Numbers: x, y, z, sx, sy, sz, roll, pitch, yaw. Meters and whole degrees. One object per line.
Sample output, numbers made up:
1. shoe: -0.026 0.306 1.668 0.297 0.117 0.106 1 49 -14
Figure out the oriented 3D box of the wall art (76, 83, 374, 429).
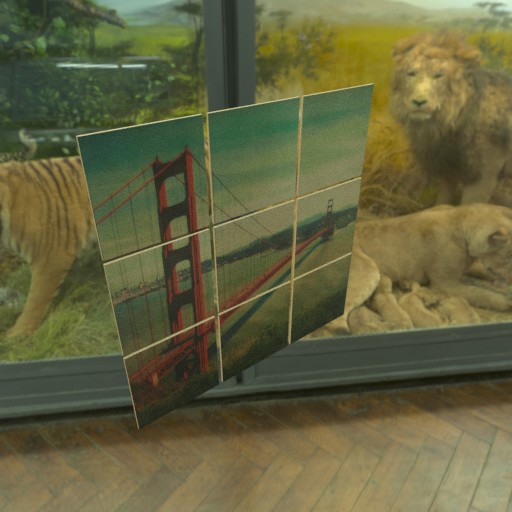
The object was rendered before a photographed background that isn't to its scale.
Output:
1. wall art: 0.000 0.000 2.274 1.519 1.507 0.014 -22 38 -31
